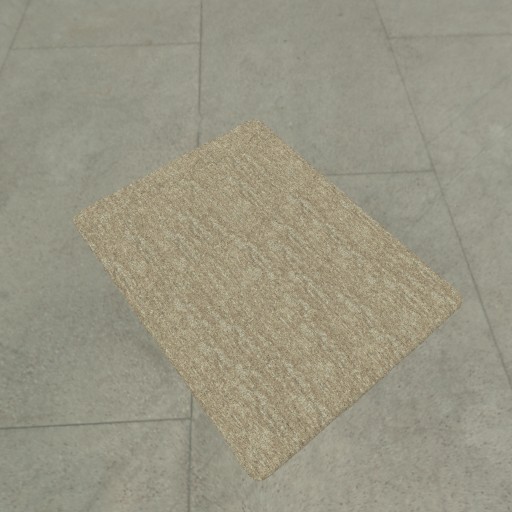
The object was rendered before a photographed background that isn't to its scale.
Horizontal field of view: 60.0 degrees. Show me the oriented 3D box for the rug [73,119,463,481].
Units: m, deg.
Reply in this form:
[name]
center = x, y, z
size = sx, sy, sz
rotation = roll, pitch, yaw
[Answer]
[rug]
center = 0.000, 0.000, 3.896
size = 2.242, 0.050, 2.873
rotation = -34, 64, -19
